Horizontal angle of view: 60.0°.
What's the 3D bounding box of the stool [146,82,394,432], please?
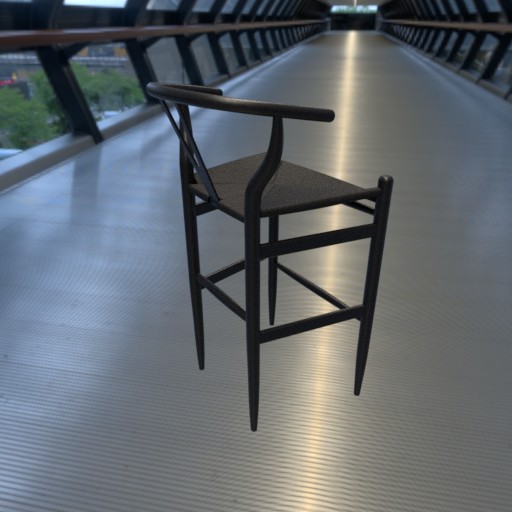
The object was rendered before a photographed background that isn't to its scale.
[{"bbox_3d":[0.000,0.000,1.444,0.579,1.072,0.569,-17,32,-30],"label":"stool"}]
